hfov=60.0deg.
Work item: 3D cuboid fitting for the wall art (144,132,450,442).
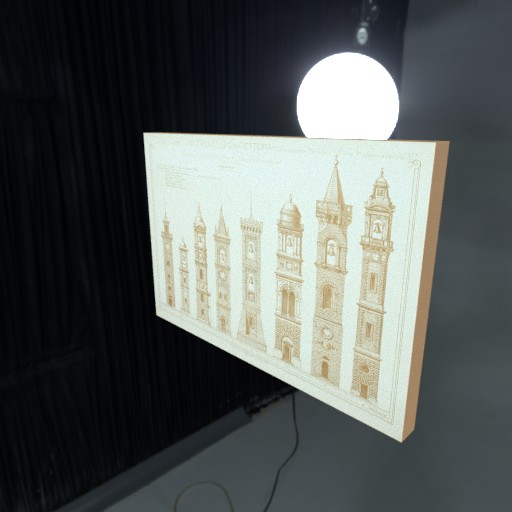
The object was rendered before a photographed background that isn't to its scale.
[{"bbox_3d":[0.000,0.000,0.779,0.609,0.407,0.039,16,23,42],"label":"wall art"}]
